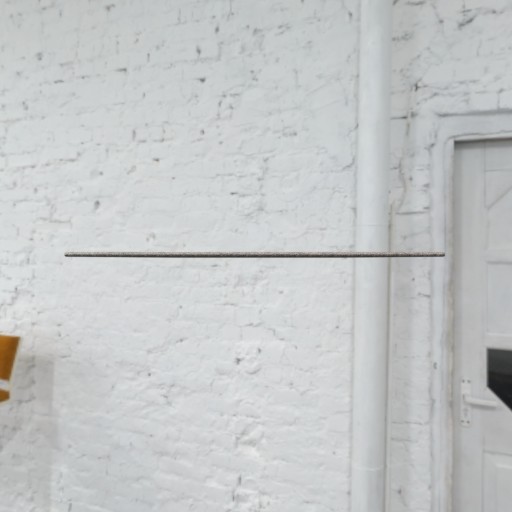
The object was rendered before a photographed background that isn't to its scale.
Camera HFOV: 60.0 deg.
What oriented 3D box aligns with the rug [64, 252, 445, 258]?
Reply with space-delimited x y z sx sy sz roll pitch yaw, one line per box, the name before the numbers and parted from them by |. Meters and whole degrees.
rug | 0.000 0.000 2.326 1.219 0.016 1.829 0 0 0
